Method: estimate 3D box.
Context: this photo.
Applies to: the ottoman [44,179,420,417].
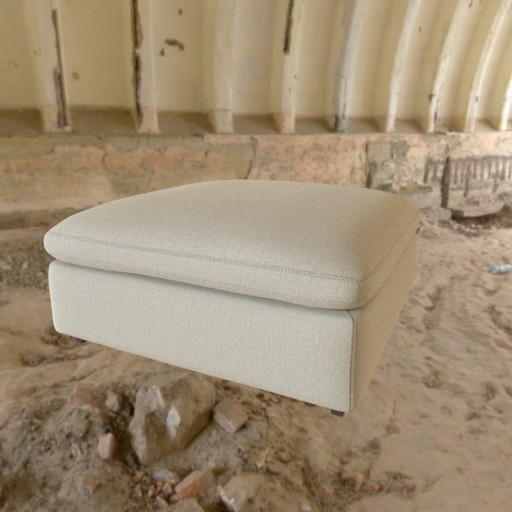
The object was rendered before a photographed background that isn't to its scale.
[{"bbox_3d":[0.000,0.000,1.534,0.977,0.467,0.996,8,18,25],"label":"ottoman"}]
